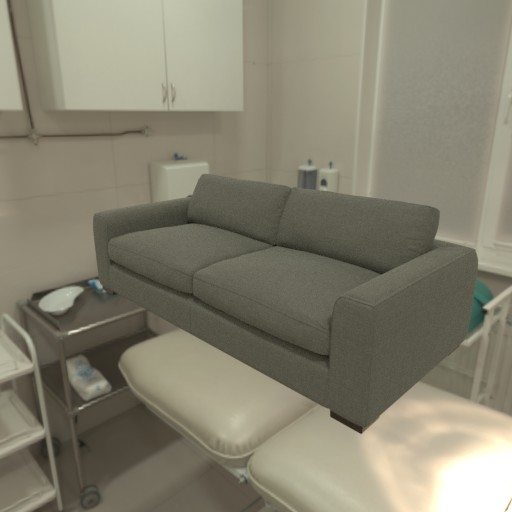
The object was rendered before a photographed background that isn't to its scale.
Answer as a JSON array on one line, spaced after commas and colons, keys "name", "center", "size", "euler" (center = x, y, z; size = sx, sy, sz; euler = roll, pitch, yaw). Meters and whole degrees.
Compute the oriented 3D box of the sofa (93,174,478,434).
[{"name": "sofa", "center": [0.000, 0.000, 2.742], "size": [2.262, 0.801, 1.070], "euler": [17, 25, 42]}]
